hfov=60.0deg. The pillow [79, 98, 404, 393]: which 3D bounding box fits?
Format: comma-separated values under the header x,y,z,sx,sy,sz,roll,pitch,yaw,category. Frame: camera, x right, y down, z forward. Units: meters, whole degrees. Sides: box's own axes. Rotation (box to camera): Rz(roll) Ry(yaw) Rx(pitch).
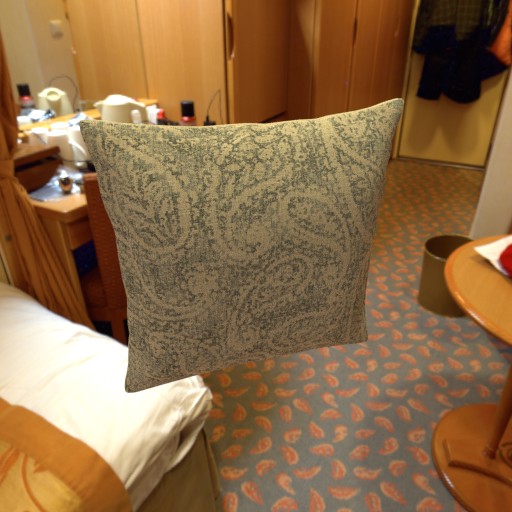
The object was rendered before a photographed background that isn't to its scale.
x,y,z,sx,sy,sz,roll,pitch,yaw,category
0.000,0.000,0.793,0.523,0.510,0.166,-9,31,-16,pillow
